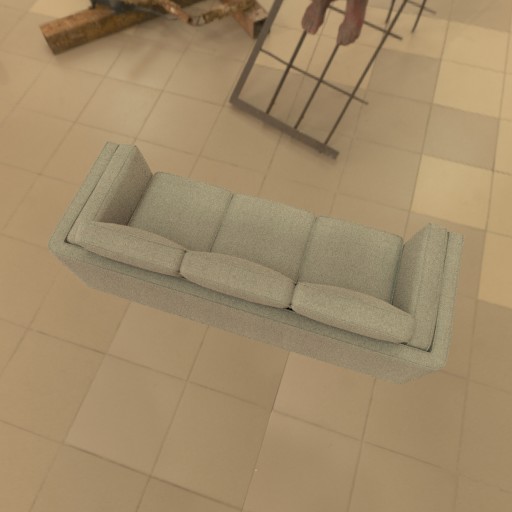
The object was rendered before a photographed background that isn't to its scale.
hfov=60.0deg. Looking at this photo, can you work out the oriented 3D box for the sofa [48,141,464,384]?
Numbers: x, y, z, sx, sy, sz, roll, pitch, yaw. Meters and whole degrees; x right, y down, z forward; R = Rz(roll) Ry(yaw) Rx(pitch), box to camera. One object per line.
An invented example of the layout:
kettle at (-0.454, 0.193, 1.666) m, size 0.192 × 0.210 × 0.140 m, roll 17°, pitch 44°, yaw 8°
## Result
sofa at (0.000, 0.000, 2.833) m, size 2.362 × 0.899 × 0.903 m, roll 16°, pitch 65°, yaw 8°
